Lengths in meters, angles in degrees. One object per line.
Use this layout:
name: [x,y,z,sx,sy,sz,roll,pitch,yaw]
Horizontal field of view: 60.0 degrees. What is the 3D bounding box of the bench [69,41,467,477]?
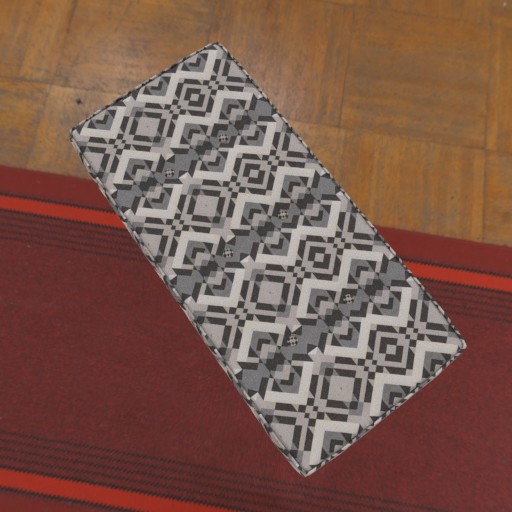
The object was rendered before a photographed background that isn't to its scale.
bench: [0.000,0.000,1.275,0.492,0.477,1.016,-35,79,-8]
